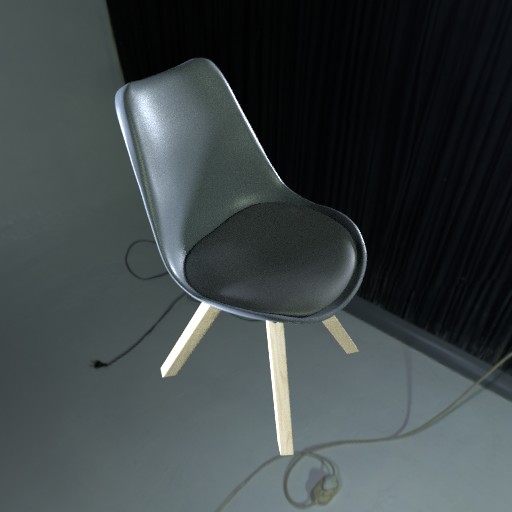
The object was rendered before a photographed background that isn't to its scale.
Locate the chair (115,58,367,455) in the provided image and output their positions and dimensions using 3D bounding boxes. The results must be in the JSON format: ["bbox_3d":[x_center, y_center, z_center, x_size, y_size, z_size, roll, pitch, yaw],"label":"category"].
[{"bbox_3d":[0.000,0.000,1.158,0.550,0.850,0.485,24,45,26],"label":"chair"}]
